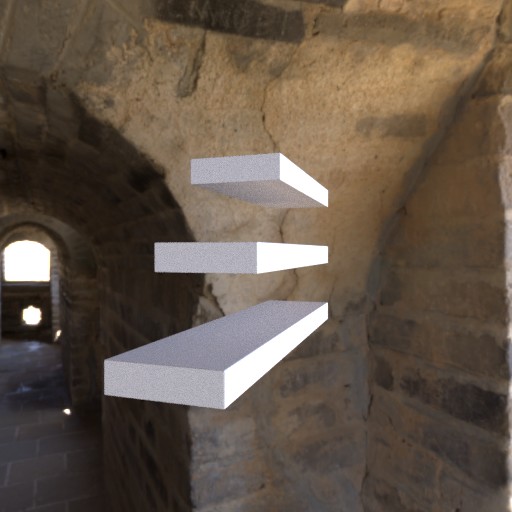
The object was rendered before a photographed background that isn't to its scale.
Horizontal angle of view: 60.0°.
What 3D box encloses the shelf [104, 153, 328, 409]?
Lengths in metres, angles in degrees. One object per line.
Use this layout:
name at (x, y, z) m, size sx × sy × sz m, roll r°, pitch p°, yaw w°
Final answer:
shelf at (0.000, 0.000, 0.741) m, size 0.140 × 0.293 × 0.610 m, roll 0°, pitch 1°, yaw 19°
